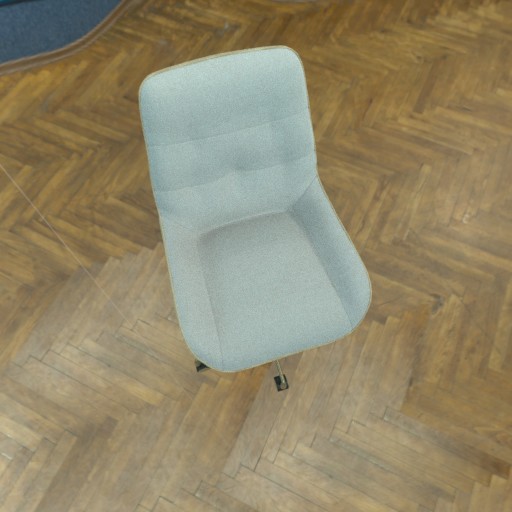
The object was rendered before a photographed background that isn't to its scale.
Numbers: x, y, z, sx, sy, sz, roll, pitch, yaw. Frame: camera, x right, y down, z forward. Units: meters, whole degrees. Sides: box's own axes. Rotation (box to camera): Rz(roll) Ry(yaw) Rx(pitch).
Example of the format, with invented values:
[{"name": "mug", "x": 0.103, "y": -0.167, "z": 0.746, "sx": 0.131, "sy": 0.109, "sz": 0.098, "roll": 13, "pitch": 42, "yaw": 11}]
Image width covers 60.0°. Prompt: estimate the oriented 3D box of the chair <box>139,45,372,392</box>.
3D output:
[{"name": "chair", "x": 0.000, "y": 0.000, "z": 1.340, "sx": 0.564, "sy": 0.952, "sz": 0.668, "roll": -16, "pitch": 64, "yaw": -8}]
